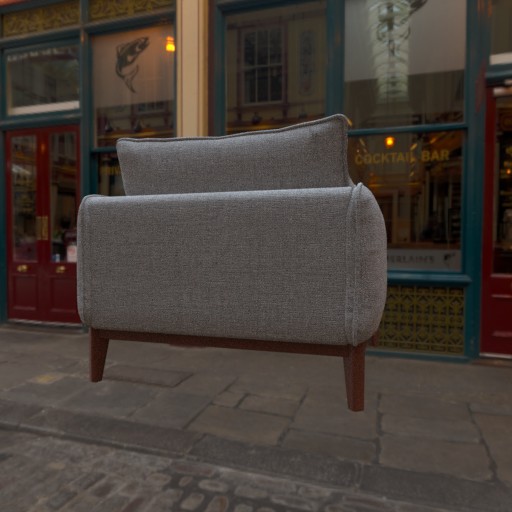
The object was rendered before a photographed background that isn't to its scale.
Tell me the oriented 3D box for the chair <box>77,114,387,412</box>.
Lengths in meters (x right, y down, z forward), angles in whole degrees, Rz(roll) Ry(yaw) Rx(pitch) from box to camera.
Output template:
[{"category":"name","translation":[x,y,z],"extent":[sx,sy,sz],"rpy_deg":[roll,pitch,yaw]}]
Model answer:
[{"category":"chair","translation":[0.000,0.000,1.758],"extent":[0.993,0.839,0.976],"rpy_deg":[0,1,18]}]
